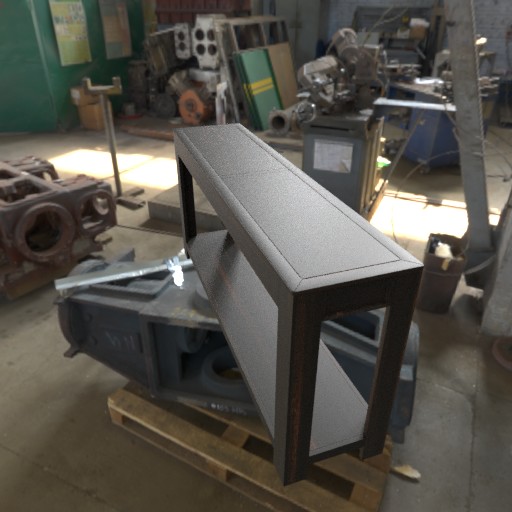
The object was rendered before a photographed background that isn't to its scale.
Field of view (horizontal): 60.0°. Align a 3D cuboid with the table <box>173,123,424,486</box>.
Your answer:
[{"bbox_3d":[0.000,0.000,1.958,0.384,0.762,1.631,-10,31,-17],"label":"table"}]
